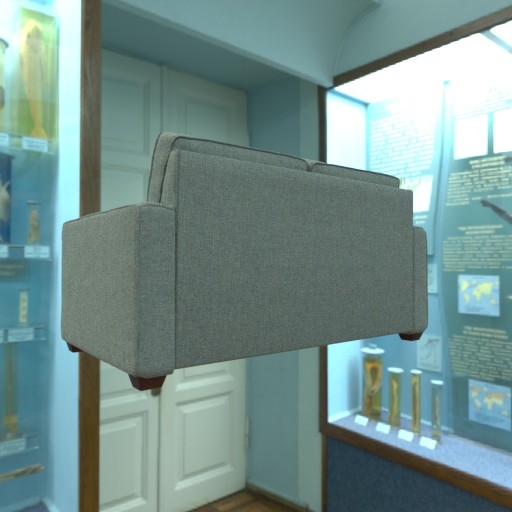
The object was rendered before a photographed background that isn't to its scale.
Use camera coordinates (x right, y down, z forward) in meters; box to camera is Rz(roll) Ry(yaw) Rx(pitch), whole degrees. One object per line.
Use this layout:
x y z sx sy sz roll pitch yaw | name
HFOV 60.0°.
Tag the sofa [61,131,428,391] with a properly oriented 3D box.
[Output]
0.000 0.000 2.288 1.706 0.915 0.945 1 -1 -38 | sofa
